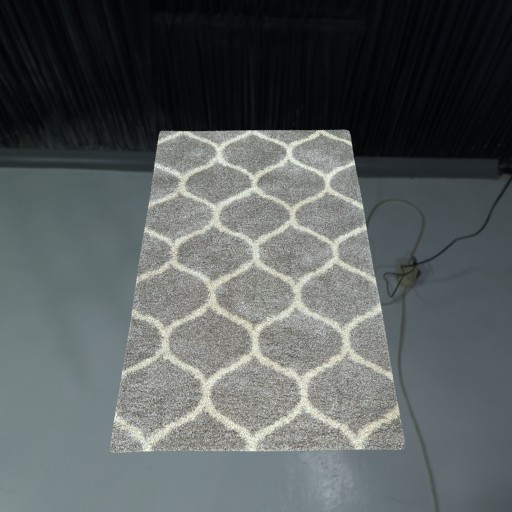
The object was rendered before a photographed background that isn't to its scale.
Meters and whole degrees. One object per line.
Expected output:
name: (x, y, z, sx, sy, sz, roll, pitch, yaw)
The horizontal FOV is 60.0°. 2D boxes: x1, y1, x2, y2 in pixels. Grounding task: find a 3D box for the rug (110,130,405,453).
rug: (0.000, 0.000, 2.876, 1.501, 0.025, 2.348, 0, 57, 0)
